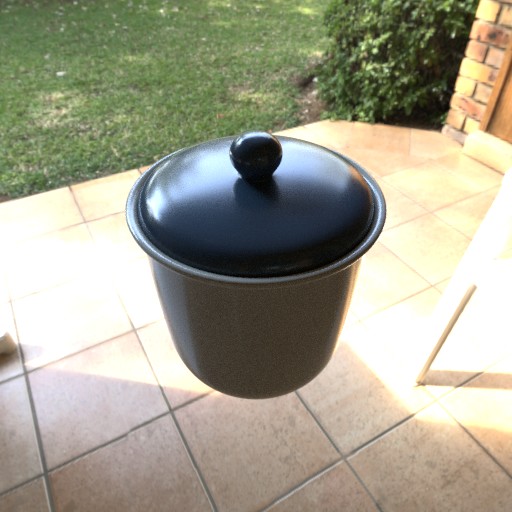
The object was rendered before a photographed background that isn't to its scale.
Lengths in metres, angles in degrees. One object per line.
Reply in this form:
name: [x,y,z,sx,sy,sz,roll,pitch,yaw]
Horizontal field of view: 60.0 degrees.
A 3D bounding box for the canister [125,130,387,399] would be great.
canister: [0.000,0.000,0.353,0.182,0.208,0.182,0,41,0]
